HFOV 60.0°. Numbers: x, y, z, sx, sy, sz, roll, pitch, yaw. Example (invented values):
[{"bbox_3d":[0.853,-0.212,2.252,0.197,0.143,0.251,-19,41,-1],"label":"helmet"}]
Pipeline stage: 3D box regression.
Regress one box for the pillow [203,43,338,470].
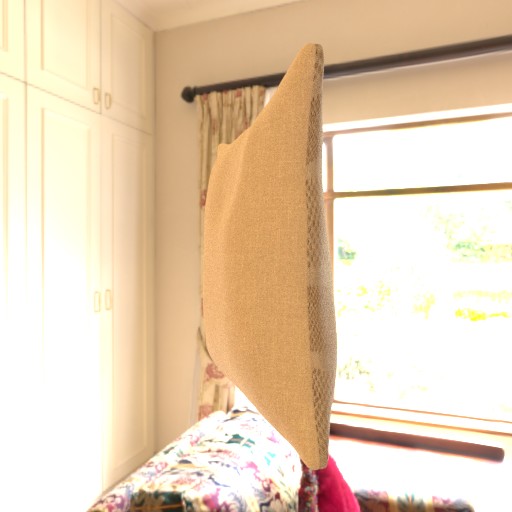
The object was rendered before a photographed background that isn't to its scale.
[{"bbox_3d":[0.000,0.000,0.653,0.138,0.432,0.436,0,0,-17],"label":"pillow"}]
